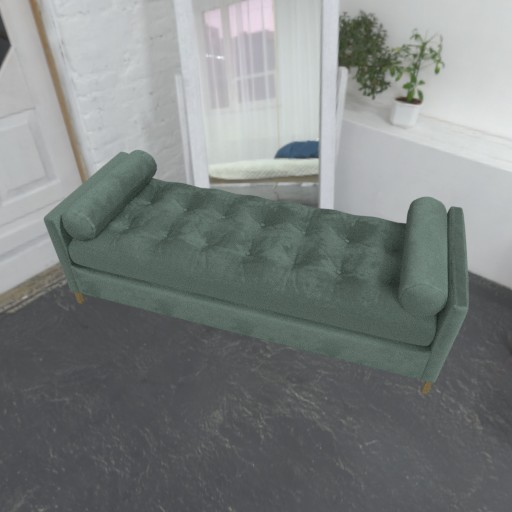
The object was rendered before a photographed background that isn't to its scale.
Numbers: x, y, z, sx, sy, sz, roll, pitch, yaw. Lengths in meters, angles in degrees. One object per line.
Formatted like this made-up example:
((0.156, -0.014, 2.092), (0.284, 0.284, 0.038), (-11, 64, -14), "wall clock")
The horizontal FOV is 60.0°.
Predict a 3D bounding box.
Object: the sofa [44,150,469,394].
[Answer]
((0.000, 0.000, 2.516), (2.102, 0.705, 0.796), (12, 42, 13), "sofa")
